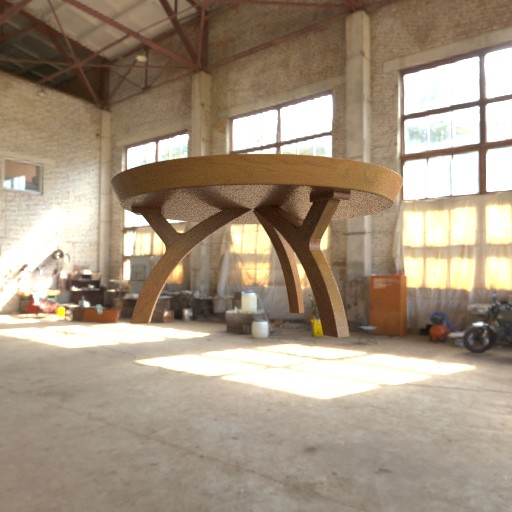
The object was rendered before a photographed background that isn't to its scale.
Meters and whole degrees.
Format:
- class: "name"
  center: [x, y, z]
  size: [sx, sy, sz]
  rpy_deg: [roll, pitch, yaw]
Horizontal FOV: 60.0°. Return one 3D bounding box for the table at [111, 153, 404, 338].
- class: "table"
  center: [0.000, 0.000, 1.585]
  size: [1.016, 0.470, 1.016]
  rpy_deg: [0, -2, 0]
